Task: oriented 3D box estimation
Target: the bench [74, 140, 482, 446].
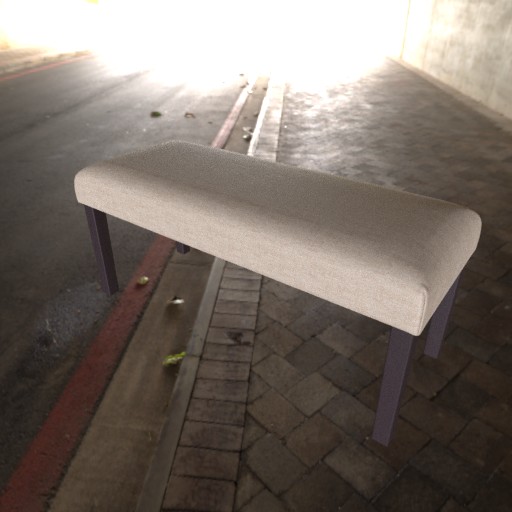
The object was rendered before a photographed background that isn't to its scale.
[{"bbox_3d":[0.000,0.000,1.230,1.013,0.456,0.407,20,36,31],"label":"bench"}]
